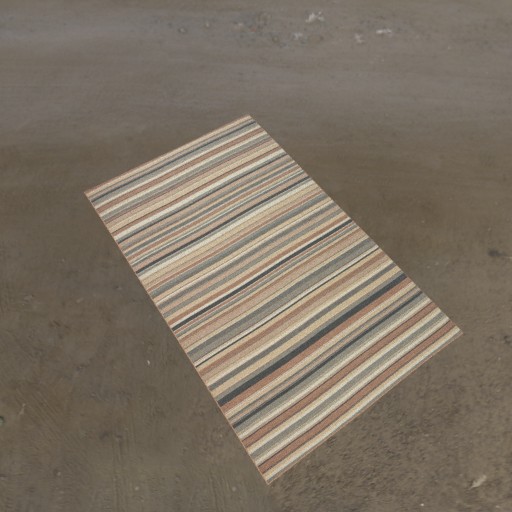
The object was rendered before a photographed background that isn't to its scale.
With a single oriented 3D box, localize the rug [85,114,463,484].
[{"bbox_3d":[0.000,0.000,3.115,1.523,0.014,2.438,-31,64,-17],"label":"rug"}]
